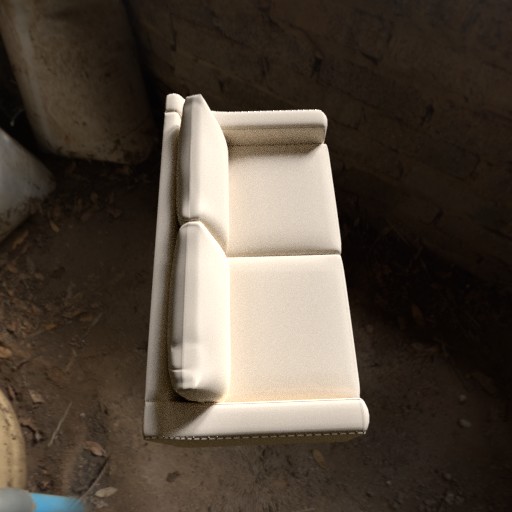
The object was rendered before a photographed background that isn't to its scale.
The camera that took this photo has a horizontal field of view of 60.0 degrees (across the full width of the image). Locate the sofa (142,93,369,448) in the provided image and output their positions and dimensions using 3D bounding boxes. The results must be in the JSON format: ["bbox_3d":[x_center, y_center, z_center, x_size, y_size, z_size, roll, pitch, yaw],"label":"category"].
[{"bbox_3d":[0.000,0.000,2.353,0.949,0.830,1.812,-2,64,-1],"label":"sofa"}]
